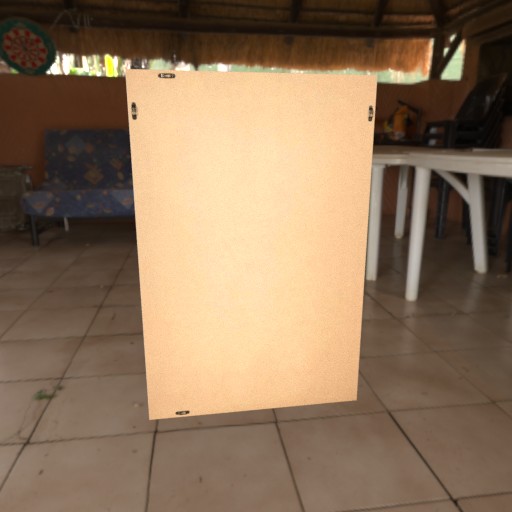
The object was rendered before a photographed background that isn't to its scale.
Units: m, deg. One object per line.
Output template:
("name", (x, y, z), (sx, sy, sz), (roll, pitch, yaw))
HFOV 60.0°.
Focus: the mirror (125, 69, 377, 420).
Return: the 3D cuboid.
("mirror", (0.000, 0.000, 1.188), (0.609, 0.915, 0.040), (-2, 15, -9))
